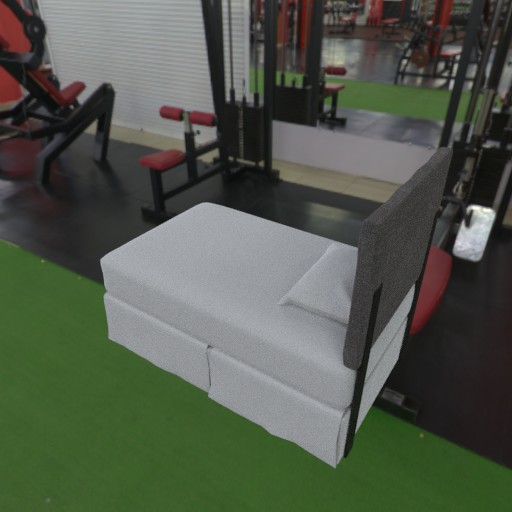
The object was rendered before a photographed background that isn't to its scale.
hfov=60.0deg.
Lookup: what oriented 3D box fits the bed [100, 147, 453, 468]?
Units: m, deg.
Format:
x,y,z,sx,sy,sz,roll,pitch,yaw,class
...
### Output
x,y,z,sx,sy,sz,roll,pitch,yaw,class
0.000,0.000,3.014,1.997,1.571,1.261,20,37,29,bed
